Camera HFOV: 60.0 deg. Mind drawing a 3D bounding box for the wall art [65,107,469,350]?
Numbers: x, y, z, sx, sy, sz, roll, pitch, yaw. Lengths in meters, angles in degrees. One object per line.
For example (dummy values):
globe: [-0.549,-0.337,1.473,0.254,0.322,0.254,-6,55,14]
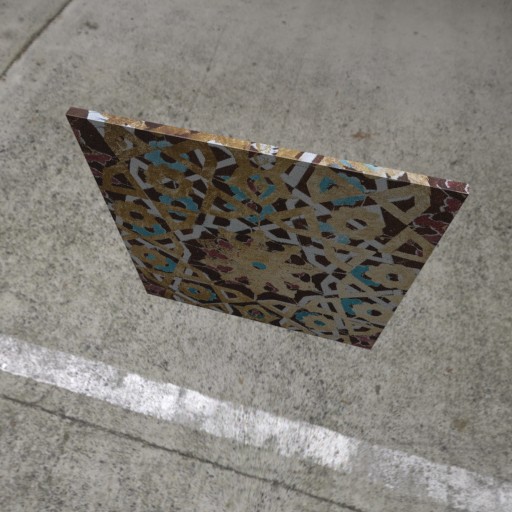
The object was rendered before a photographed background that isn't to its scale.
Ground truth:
wall art: [0.000,0.000,1.134,0.757,0.762,0.028,13,59,8]
